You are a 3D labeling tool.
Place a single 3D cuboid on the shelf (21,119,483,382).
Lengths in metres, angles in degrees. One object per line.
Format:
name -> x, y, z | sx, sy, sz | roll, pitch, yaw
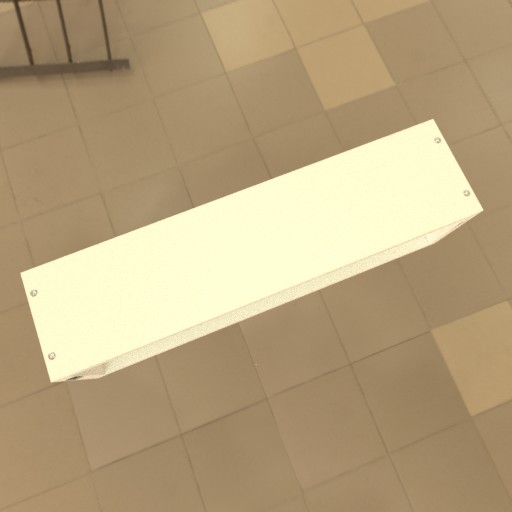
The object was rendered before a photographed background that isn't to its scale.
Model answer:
shelf -> 0.000, 0.000, 0.677 | 0.610, 0.170, 0.150 | -21, 77, -5
